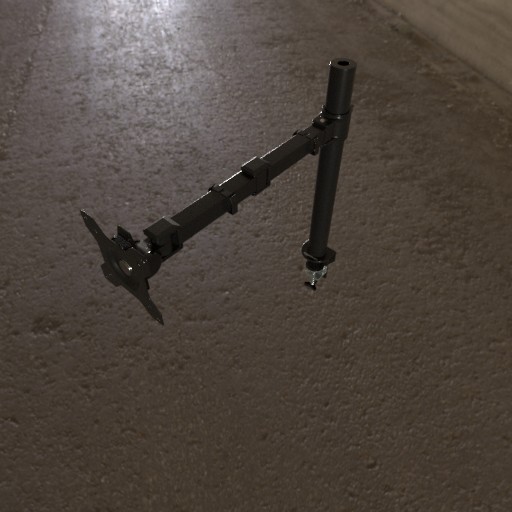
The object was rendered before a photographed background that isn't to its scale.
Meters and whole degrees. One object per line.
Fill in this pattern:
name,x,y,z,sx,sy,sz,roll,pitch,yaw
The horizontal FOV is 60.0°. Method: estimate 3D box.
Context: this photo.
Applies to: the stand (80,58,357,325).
stand,0.000,0.000,0.732,0.115,0.510,0.456,32,54,27
